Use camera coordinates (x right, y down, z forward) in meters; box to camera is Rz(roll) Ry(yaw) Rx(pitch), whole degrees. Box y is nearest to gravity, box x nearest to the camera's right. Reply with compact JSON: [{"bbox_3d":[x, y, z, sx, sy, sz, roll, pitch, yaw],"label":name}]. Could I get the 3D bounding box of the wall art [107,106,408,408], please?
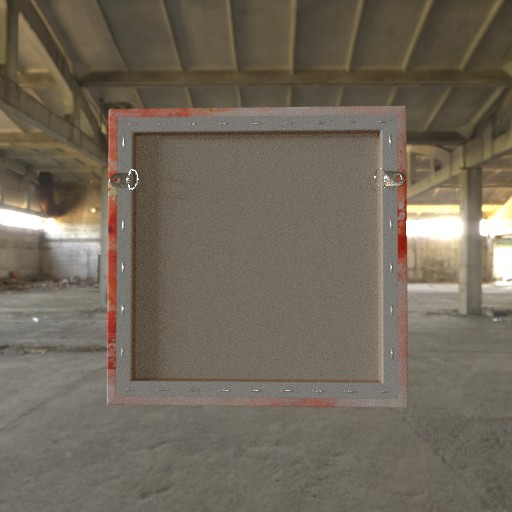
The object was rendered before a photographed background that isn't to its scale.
[{"bbox_3d":[0.000,0.000,1.108,0.747,0.746,0.064,0,-1,2],"label":"wall art"}]
